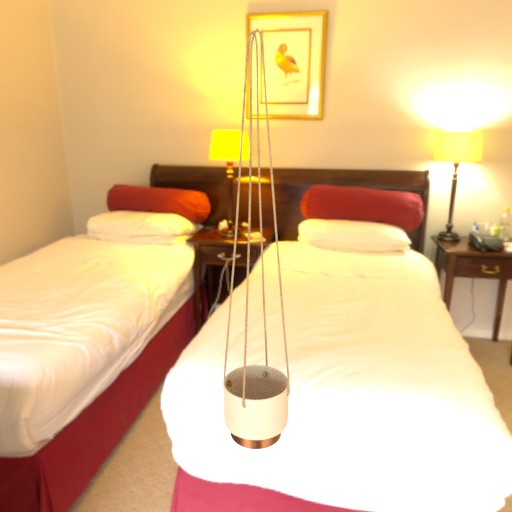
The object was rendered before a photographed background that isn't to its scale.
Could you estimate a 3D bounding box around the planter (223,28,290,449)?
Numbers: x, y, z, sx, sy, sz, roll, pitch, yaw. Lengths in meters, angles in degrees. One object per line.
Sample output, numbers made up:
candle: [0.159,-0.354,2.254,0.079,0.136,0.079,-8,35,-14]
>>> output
planter: [0.000,0.000,0.903,0.146,0.841,0.146,-7,17,-24]
